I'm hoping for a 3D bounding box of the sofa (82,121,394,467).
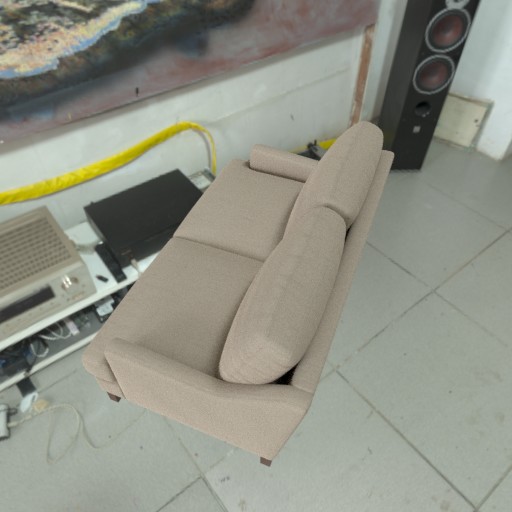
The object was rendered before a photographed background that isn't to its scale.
[{"bbox_3d":[0.000,0.000,2.234,1.004,0.910,1.619,17,49,15],"label":"sofa"}]
